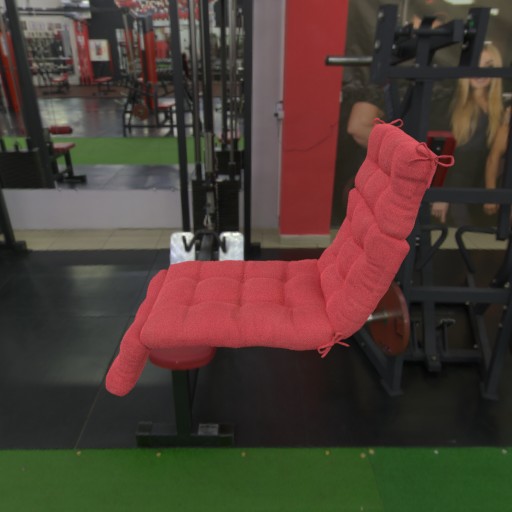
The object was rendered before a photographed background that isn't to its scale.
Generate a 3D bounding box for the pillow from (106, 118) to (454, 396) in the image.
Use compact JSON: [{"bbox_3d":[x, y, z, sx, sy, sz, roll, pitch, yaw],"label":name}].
[{"bbox_3d":[0.000,0.000,1.518,1.016,0.863,0.526,1,26,2],"label":"pillow"}]
